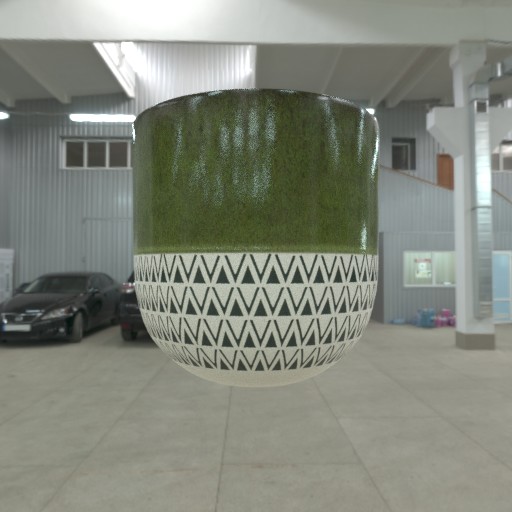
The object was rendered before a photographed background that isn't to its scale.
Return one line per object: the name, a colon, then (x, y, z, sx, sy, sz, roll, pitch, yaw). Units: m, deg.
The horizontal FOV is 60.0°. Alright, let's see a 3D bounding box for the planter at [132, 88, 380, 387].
planter: (0.000, 0.000, 0.492, 0.266, 0.270, 0.266, 0, -1, 0)
